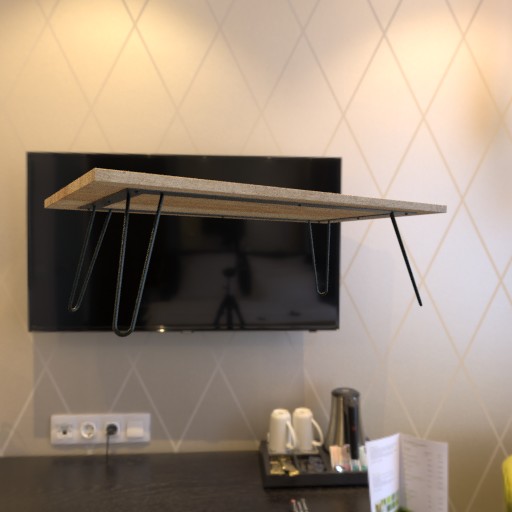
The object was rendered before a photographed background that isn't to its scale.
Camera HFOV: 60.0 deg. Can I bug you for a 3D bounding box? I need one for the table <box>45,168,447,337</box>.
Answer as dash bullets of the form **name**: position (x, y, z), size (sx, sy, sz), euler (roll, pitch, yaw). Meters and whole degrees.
- **table**: position (0.000, 0.000, 1.666), size (1.348, 0.400, 0.699), euler (0, 0, -34)
